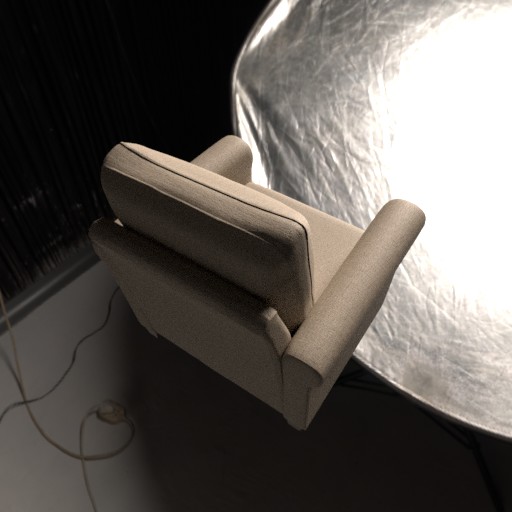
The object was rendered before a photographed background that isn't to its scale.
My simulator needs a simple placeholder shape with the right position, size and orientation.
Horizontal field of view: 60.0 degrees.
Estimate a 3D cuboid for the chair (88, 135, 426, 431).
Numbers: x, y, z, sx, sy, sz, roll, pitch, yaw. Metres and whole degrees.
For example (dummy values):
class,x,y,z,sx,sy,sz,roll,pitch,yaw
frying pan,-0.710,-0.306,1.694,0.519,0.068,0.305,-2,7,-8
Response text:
class,x,y,z,sx,sy,sz,roll,pitch,yaw
chair,0.000,0.000,2.233,1.275,1.349,1.180,26,52,23
